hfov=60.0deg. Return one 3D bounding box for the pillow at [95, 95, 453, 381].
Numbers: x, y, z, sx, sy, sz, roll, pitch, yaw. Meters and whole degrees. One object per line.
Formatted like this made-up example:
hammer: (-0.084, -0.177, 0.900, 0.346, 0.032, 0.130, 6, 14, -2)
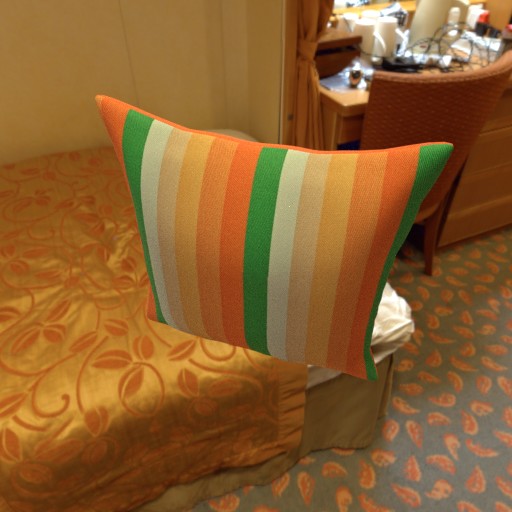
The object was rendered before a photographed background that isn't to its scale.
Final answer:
pillow: (0.000, 0.000, 0.679, 0.453, 0.444, 0.169, 13, 42, 14)
